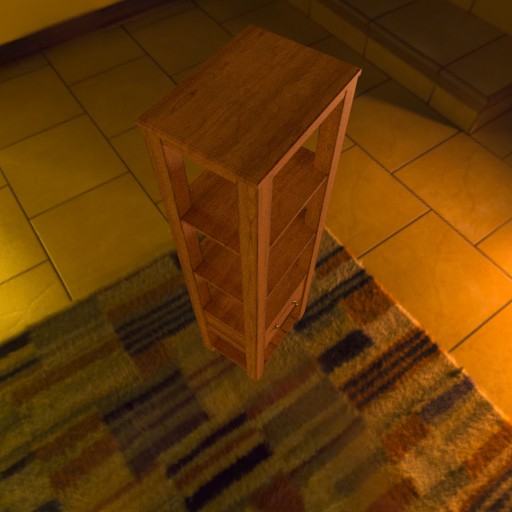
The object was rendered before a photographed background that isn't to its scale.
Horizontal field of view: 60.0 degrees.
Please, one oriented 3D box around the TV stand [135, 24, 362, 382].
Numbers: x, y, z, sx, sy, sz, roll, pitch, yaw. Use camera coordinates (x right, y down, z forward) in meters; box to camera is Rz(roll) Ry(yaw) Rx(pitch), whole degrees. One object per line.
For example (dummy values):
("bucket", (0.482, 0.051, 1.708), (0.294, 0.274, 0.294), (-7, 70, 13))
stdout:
("TV stand", (0.000, 0.000, 2.075), (0.435, 1.828, 0.565), (30, 63, 17))
